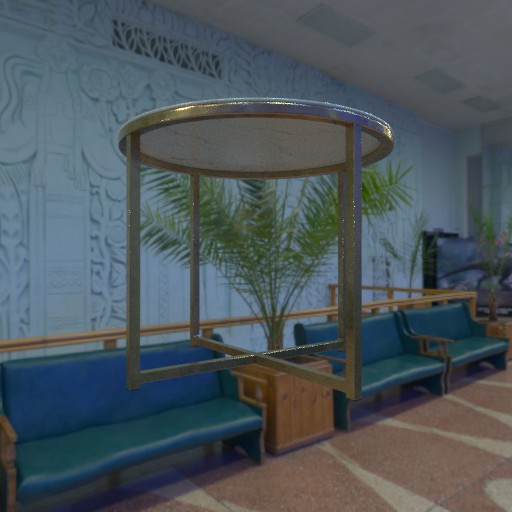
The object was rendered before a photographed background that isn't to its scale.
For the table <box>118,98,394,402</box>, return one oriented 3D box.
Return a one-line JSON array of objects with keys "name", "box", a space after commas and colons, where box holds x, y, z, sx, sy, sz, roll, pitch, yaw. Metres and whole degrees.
[{"name": "table", "box": [0.000, 0.000, 0.840, 0.500, 0.420, 0.500, 0, 0, 0]}]
